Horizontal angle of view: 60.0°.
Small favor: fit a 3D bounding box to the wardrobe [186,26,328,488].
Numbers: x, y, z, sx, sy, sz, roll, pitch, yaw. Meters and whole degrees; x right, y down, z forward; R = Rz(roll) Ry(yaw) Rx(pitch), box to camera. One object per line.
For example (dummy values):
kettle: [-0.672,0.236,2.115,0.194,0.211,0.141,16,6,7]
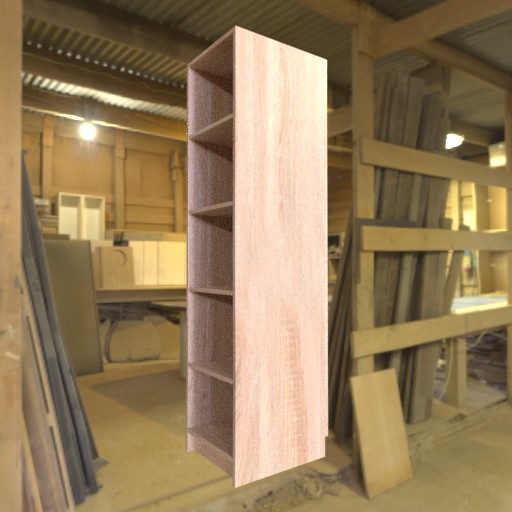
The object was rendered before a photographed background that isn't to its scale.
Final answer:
wardrobe: [0.000,0.000,2.400,0.588,2.117,0.496,1,-1,-36]
